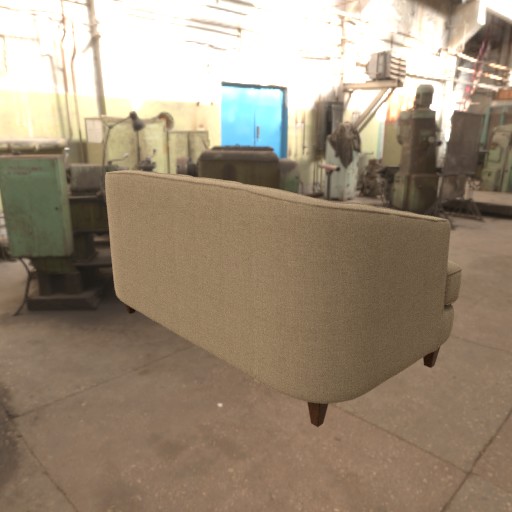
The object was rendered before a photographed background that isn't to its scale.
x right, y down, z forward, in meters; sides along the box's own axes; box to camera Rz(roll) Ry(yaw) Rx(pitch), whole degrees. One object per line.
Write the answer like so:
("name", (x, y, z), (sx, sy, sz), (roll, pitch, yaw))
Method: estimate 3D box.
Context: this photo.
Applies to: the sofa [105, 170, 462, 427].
("sofa", (0.000, 0.000, 2.248), (0.941, 0.855, 1.733), (-14, 21, -41))
